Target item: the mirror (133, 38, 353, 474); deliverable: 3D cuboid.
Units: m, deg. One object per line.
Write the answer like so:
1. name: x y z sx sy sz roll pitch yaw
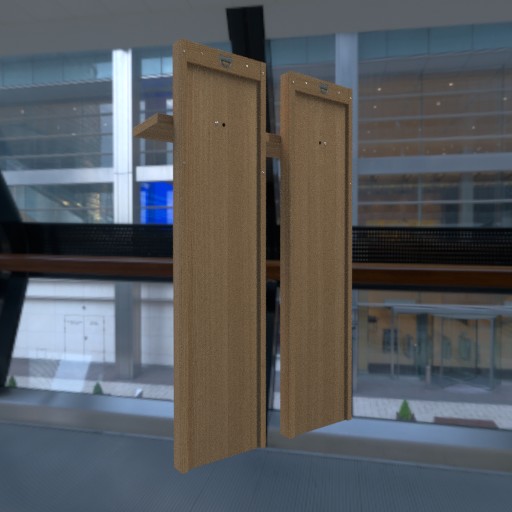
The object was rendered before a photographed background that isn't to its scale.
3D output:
1. mirror: 0.000 0.000 1.579 0.800 1.250 0.260 -1 1 -35
